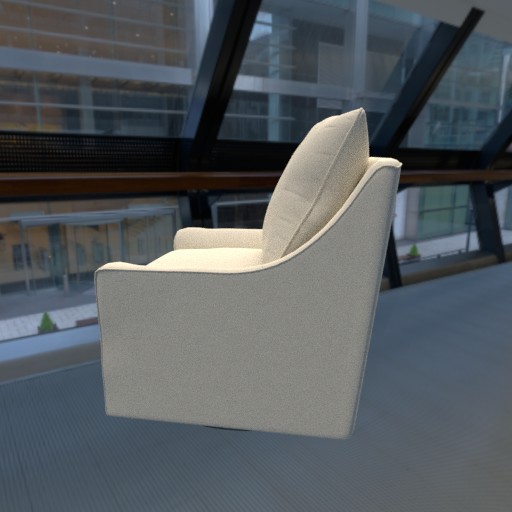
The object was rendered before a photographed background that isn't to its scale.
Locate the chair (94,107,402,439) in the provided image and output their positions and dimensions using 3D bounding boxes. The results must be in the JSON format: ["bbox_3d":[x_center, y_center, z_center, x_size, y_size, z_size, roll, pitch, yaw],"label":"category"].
[{"bbox_3d":[0.000,0.000,1.602,0.876,0.965,0.756,2,13,9],"label":"chair"}]
